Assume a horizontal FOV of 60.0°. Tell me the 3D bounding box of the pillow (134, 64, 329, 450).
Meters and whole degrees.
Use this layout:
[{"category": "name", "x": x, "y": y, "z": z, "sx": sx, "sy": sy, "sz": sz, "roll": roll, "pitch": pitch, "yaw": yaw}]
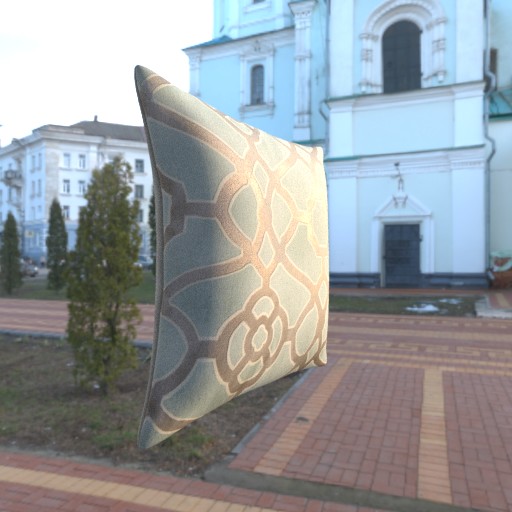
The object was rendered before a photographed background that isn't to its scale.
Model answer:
[{"category": "pillow", "x": 0.000, "y": 0.000, "z": 0.806, "sx": 0.166, "sy": 0.508, "sz": 0.552, "roll": 0, "pitch": 0, "yaw": 34}]
